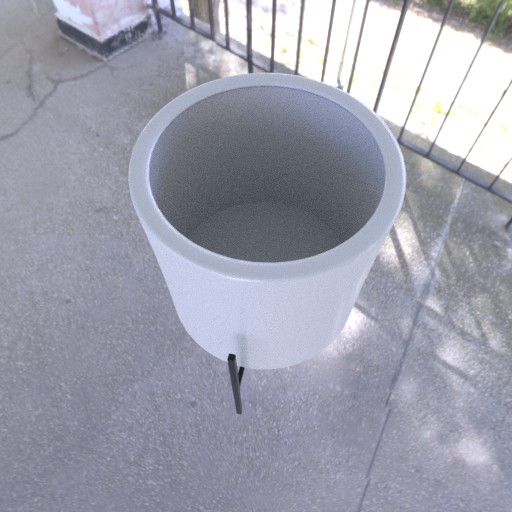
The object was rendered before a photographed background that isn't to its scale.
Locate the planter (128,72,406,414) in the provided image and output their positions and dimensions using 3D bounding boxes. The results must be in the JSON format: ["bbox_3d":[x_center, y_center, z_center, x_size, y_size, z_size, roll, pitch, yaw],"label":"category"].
[{"bbox_3d":[0.000,0.000,0.736,0.361,0.480,0.360,35,65,19],"label":"planter"}]
